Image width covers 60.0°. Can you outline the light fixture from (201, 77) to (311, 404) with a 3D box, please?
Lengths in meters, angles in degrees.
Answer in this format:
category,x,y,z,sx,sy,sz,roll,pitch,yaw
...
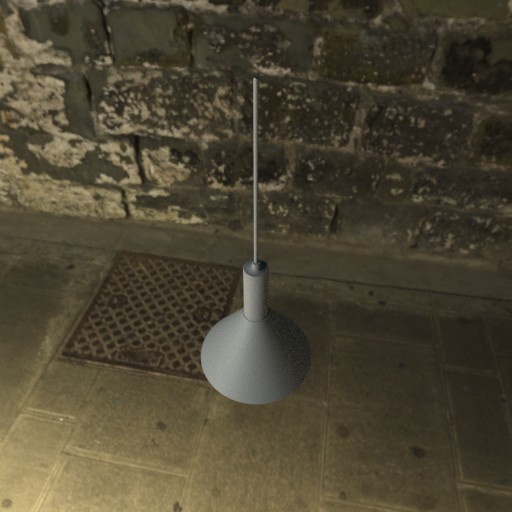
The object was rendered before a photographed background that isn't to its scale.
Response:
category,x,y,z,sx,sy,sz,roll,pitch,yaw
light fixture,0.000,0.000,0.846,0.267,0.683,0.267,18,47,17
